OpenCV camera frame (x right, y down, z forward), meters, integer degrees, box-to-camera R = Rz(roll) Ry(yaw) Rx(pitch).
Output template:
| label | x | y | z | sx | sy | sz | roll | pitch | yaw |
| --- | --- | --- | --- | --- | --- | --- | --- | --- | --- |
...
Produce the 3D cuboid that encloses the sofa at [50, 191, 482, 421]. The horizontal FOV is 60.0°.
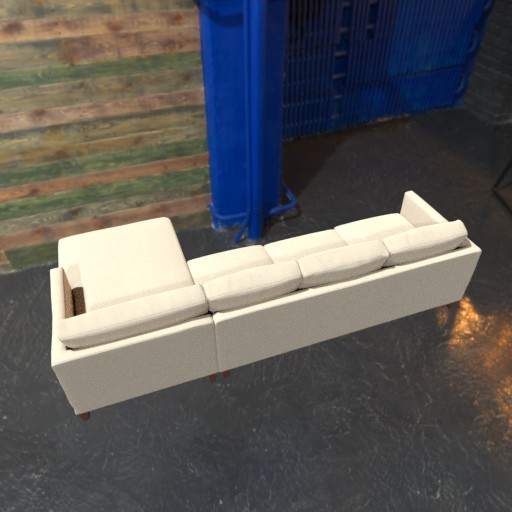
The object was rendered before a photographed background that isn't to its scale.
| label | x | y | z | sx | sy | sz | roll | pitch | yaw |
| --- | --- | --- | --- | --- | --- | --- | --- | --- | --- |
| sofa | 0.000 | 0.000 | 3.770 | 3.186 | 0.861 | 1.625 | -13 | 43 | -15 |
